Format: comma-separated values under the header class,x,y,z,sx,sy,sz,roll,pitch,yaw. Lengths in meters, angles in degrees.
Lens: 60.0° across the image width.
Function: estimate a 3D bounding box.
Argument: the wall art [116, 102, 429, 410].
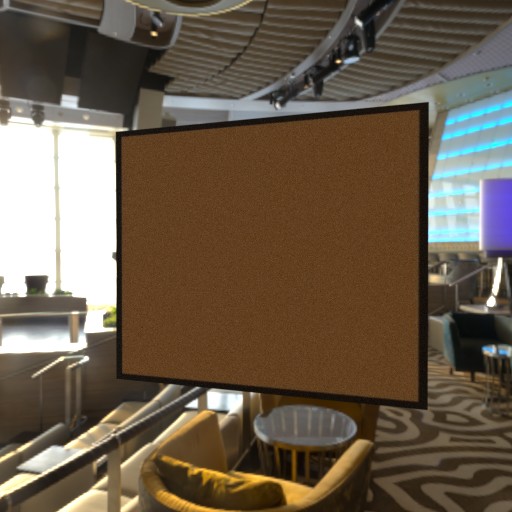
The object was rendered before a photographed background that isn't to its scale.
class,x,y,z,sx,sy,sz,roll,pitch,yaw
wall art,0.000,0.000,1.425,1.033,0.875,0.023,0,1,18
